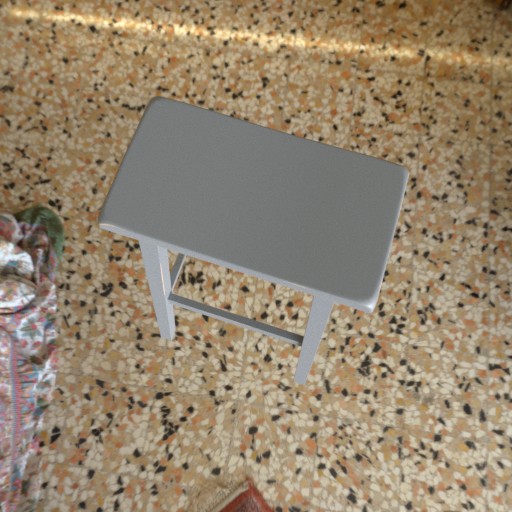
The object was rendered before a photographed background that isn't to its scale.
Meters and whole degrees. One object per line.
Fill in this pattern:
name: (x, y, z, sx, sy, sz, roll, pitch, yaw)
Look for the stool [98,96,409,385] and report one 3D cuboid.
stool: (0.000, 0.000, 1.047, 0.457, 0.737, 0.476, 17, 75, 5)
